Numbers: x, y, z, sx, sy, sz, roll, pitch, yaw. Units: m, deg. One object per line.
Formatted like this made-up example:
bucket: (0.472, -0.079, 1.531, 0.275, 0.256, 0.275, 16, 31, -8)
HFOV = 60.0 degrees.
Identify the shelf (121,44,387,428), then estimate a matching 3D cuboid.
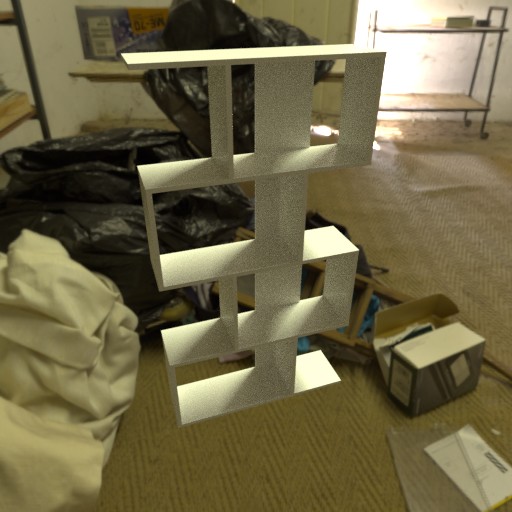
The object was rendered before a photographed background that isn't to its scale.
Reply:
shelf: (0.000, 0.000, 1.964, 0.890, 1.650, 0.250, -10, 33, -16)
